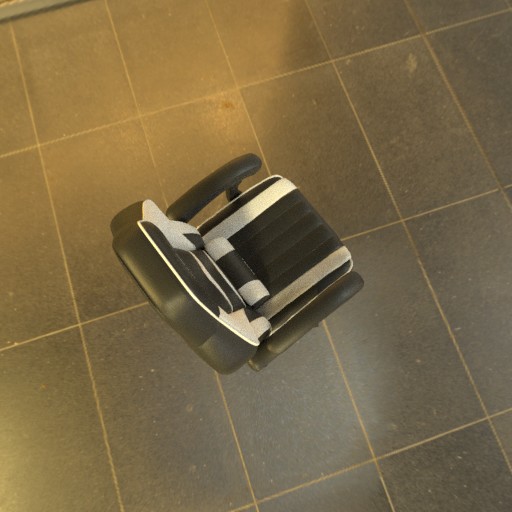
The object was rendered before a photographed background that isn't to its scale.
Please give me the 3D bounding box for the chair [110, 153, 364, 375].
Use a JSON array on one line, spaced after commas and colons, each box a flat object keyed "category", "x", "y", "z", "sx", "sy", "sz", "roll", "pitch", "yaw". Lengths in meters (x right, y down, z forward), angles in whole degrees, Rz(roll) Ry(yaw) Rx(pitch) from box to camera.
[{"category": "chair", "x": 0.000, "y": 0.000, "z": 1.602, "sx": 0.700, "sy": 1.200, "sz": 0.676, "roll": -37, "pitch": 78, "yaw": -9}]
